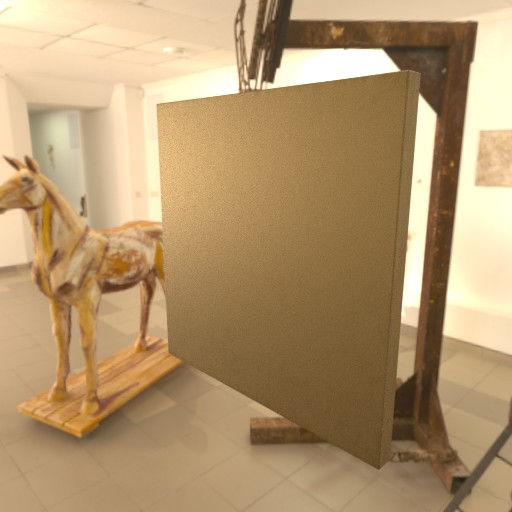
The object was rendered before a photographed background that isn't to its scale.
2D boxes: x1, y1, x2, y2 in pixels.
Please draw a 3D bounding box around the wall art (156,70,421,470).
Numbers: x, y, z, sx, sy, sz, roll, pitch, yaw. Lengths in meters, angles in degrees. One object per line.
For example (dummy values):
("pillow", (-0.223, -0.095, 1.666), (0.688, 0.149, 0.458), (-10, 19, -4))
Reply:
("wall art", (0.000, 0.000, 0.725), (0.030, 0.506, 0.503), (-13, 18, -43))
